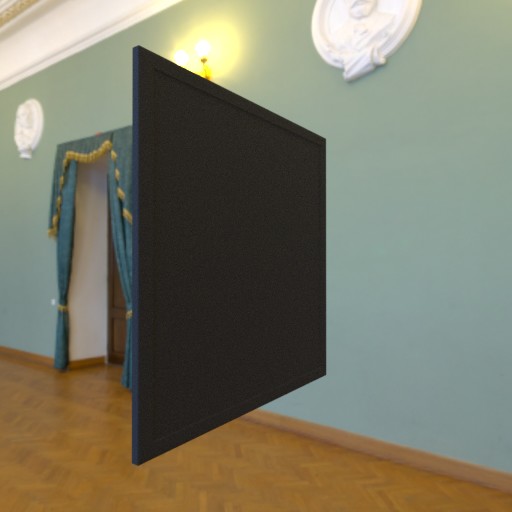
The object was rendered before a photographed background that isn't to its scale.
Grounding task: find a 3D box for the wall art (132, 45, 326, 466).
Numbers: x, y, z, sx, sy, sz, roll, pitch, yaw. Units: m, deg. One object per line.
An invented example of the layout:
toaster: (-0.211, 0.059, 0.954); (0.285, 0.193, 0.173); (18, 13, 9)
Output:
wall art: (0.000, 0.000, 0.820); (0.012, 0.558, 0.562); (0, 0, 35)
